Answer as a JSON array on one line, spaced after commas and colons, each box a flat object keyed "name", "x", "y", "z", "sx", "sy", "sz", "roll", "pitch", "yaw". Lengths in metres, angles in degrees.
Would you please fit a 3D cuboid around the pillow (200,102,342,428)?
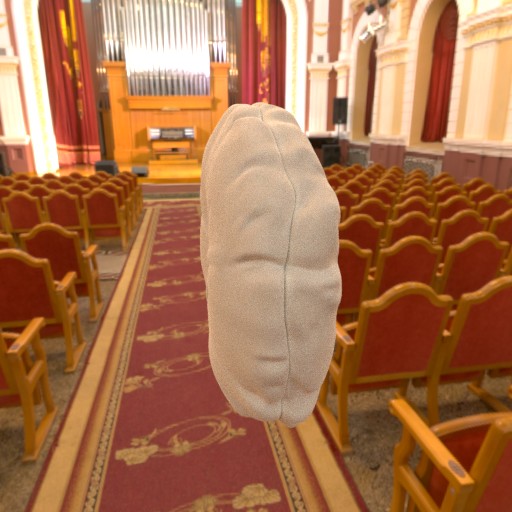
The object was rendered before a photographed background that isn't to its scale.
[{"name": "pillow", "x": 0.000, "y": 0.000, "z": 0.621, "sx": 0.148, "sy": 0.407, "sz": 0.428, "roll": -3, "pitch": 17, "yaw": -9}]
